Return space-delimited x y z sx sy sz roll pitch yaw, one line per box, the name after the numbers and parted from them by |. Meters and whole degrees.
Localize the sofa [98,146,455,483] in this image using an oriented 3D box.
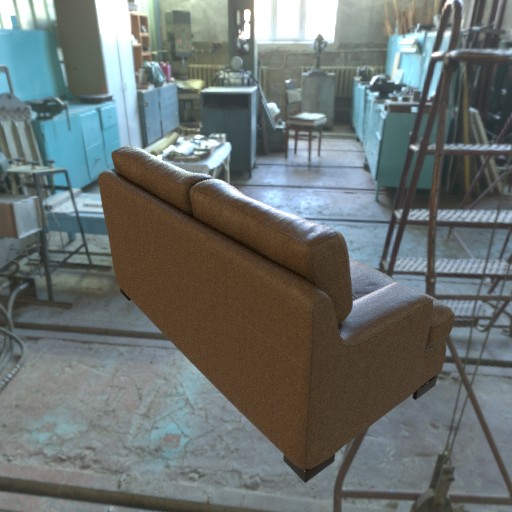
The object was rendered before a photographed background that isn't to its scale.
0.000 0.000 2.364 0.962 0.980 1.855 -19 32 -33 | sofa
